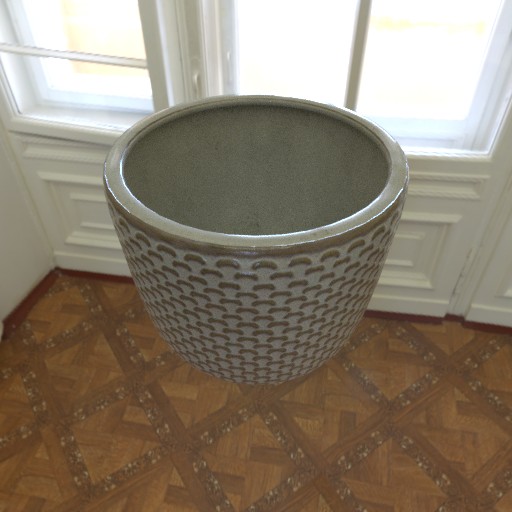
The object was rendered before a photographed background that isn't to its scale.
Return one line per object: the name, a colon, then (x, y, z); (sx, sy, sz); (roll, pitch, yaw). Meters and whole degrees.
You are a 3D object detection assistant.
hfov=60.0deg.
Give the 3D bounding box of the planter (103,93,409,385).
planter: (0.000, 0.000, 0.246); (0.139, 0.130, 0.139); (0, 42, 0)
